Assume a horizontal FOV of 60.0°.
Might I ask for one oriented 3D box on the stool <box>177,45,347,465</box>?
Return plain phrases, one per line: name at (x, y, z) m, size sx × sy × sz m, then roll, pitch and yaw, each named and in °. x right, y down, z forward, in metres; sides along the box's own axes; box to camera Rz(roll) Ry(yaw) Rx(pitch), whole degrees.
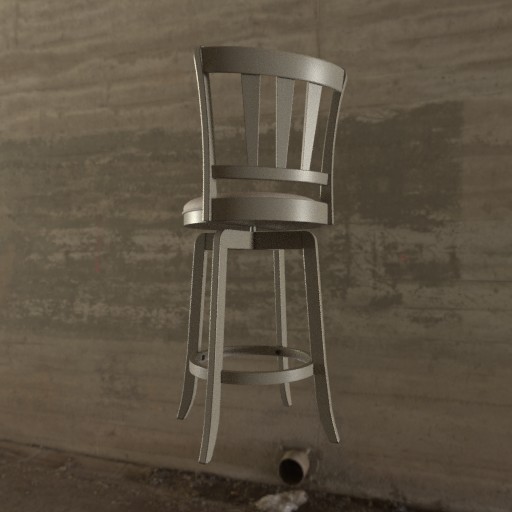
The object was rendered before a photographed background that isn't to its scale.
stool at (0.000, 0.000, 1.310) m, size 0.436 × 1.042 × 0.475 m, roll 0°, pitch 0°, yaw -20°
